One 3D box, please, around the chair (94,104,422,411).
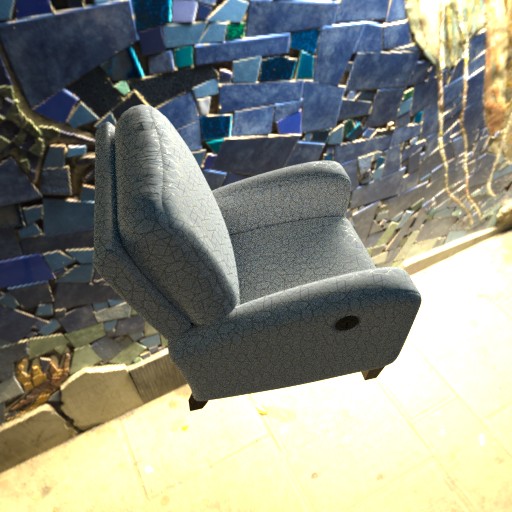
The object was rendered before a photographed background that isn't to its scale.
[{"bbox_3d":[0.000,0.000,1.714,0.995,1.064,0.796,-10,48,-9],"label":"chair"}]
